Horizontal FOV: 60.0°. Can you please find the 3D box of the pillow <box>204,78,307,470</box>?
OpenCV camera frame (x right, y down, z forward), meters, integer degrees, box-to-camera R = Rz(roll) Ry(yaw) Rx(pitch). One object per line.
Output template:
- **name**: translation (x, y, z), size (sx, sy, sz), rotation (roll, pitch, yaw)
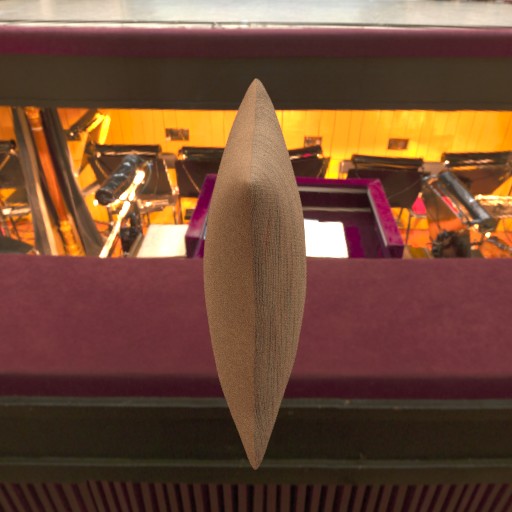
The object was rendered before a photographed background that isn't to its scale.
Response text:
- **pillow**: translation (0.000, 0.000, 0.797), size (0.178, 0.506, 0.512), rotation (1, 33, 1)
